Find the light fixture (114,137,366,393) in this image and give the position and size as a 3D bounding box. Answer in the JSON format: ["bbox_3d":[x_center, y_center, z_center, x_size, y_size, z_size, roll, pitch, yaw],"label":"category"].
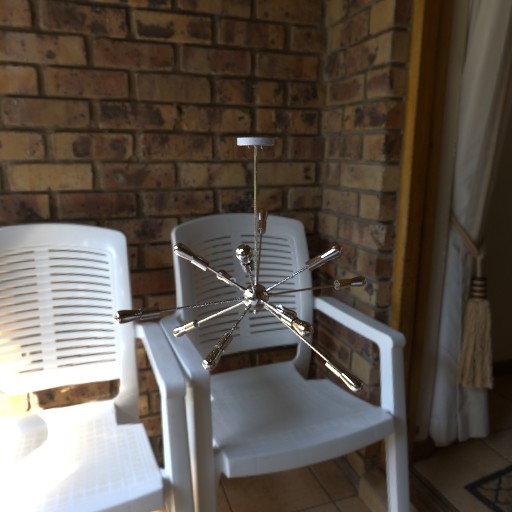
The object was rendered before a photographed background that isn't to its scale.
[{"bbox_3d":[0.000,0.000,1.086,0.684,0.558,0.509,-6,14,-25],"label":"light fixture"}]
